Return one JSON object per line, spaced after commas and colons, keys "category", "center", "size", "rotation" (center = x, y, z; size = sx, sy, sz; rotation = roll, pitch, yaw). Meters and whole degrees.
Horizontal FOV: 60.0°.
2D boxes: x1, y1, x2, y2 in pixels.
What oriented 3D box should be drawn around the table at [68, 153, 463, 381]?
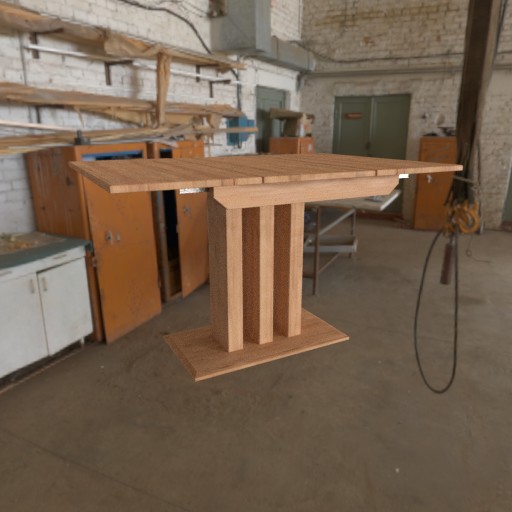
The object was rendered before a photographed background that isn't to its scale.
{"category": "table", "center": [0.000, 0.000, 1.874], "size": [1.300, 0.770, 0.900], "rotation": [-9, 18, -27]}
